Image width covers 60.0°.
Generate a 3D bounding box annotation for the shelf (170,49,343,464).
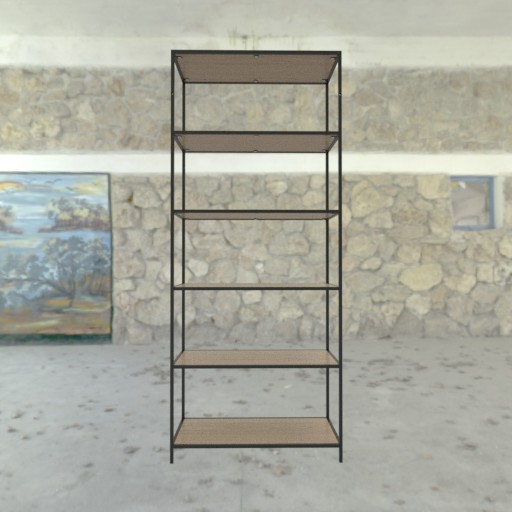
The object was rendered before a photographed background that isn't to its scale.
[{"bbox_3d":[0.000,0.000,2.160,0.770,1.850,0.350,0,-1,-1],"label":"shelf"}]
